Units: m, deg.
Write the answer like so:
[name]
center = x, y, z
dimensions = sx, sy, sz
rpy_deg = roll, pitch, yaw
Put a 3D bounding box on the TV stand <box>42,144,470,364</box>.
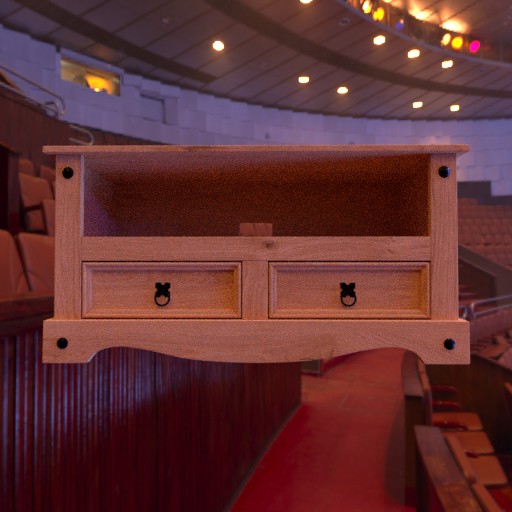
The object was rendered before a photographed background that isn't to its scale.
[TV stand]
center = 0.000, 0.000, 1.326
dimensions = 1.080, 0.550, 0.440
rpy_deg = 0, -1, 1
